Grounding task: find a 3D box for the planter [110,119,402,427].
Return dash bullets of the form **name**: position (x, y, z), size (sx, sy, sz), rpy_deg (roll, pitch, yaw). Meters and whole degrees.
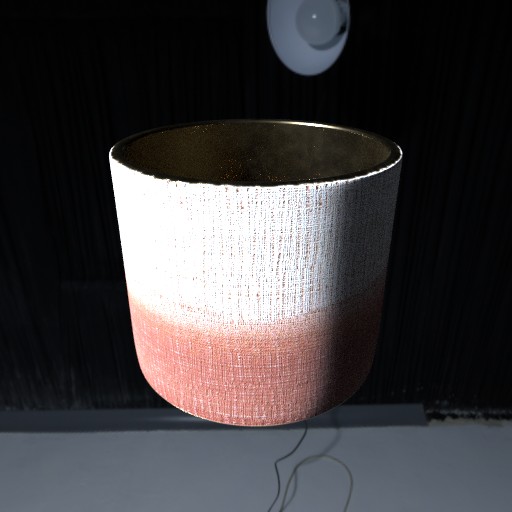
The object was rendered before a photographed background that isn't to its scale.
- **planter**: position (0.000, 0.000, 0.309), size (0.178, 0.157, 0.178), rpy_deg (0, 27, 0)
